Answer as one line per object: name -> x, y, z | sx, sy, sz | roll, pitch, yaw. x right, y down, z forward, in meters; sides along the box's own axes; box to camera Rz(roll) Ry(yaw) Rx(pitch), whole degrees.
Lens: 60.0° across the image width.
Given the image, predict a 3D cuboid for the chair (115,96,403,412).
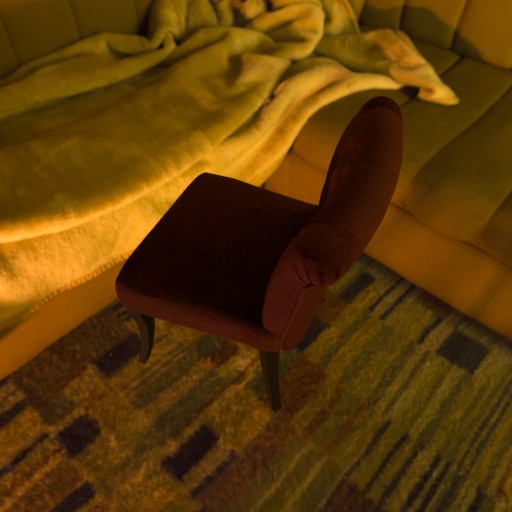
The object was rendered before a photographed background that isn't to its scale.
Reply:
chair -> 0.000, 0.000, 1.205 | 0.605, 0.750, 0.582 | 17, 50, 15
